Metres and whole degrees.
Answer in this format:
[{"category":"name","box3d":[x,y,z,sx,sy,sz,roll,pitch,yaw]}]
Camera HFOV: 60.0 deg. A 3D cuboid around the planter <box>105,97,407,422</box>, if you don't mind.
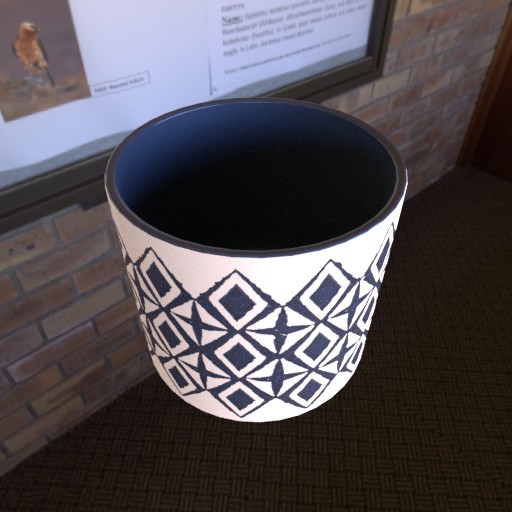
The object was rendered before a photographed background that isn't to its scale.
[{"category":"planter","box3d":[0.000,0.000,0.327,0.182,0.165,0.182,0,43,0]}]
